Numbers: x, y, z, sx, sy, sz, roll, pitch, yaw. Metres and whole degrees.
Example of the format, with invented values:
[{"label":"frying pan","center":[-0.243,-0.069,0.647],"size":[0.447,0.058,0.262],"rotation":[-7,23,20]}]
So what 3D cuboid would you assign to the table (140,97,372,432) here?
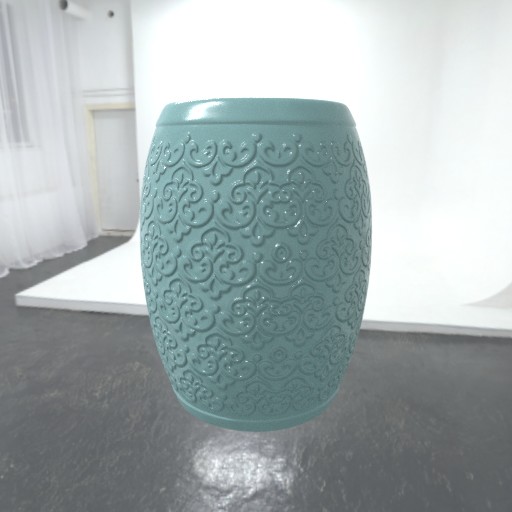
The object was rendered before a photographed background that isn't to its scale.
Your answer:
[{"label":"table","center":[0.000,0.000,0.615],"size":[0.309,0.397,0.309],"rotation":[0,14,0]}]
